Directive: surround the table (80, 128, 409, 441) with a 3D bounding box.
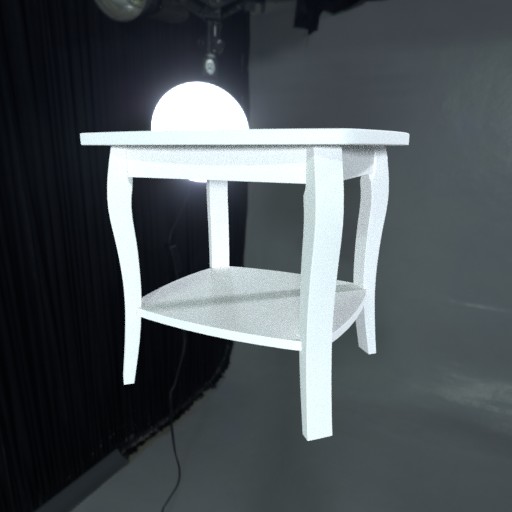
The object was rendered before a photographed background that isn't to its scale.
[{"bbox_3d":[0.000,0.000,0.826,0.502,0.438,0.451,7,15,26],"label":"table"}]
